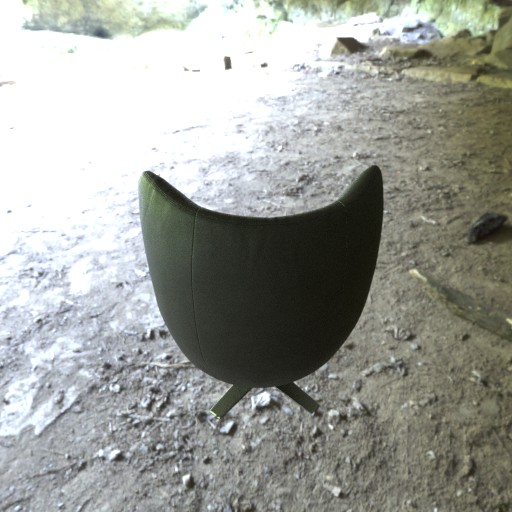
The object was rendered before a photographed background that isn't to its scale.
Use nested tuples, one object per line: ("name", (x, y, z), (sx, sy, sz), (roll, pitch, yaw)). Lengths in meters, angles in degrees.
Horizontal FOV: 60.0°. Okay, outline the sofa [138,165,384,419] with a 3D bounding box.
("sofa", (0.000, 0.000, 2.146), (0.894, 1.135, 1.444), (-2, 31, -3))
